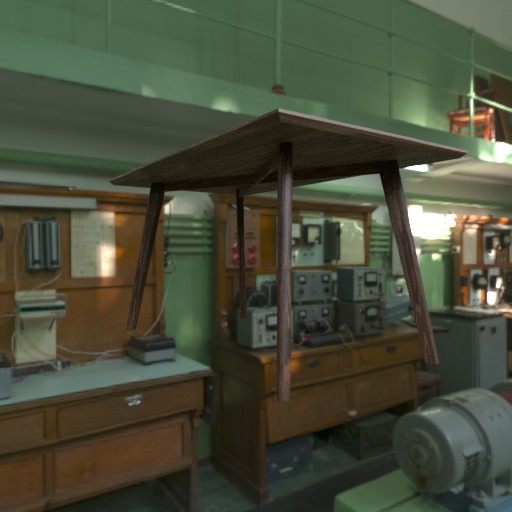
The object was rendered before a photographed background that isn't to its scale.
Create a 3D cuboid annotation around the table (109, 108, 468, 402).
[{"bbox_3d":[0.000,0.000,1.827,0.801,0.724,1.349,-1,1,-35],"label":"table"}]
